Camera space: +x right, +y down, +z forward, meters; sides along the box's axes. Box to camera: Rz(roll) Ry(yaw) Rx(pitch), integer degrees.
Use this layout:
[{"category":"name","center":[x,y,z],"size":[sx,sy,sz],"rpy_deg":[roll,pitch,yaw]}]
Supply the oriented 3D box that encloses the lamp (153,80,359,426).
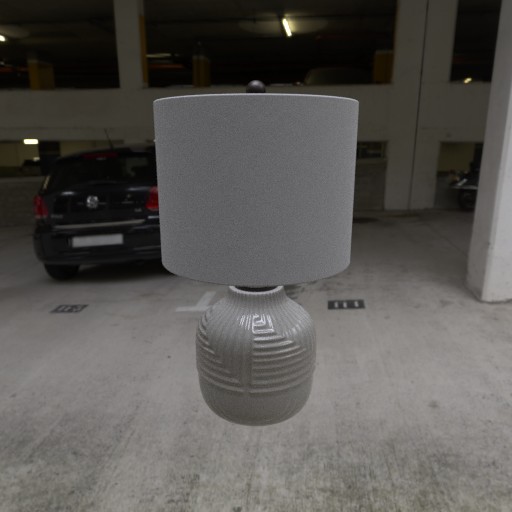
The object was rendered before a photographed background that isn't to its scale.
[{"category":"lamp","center":[0.000,0.000,0.765],"size":[0.318,0.567,0.318],"rpy_deg":[0,15,0]}]
